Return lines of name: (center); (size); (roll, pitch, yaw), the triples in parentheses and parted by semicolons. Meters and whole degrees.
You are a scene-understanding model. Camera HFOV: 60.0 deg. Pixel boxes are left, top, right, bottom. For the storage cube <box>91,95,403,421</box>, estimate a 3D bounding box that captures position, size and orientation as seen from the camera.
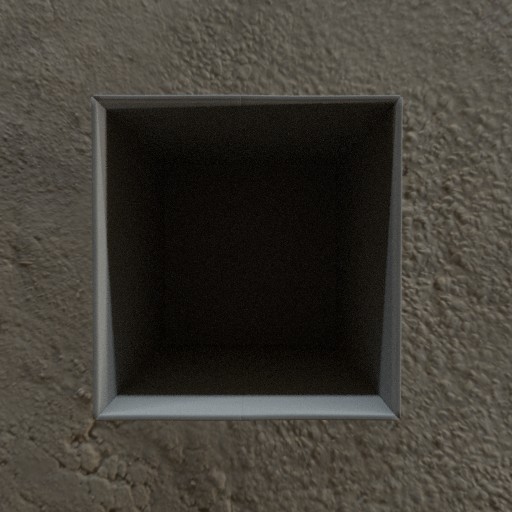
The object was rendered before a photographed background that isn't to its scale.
storage cube: (0.000, 0.000, 0.498); (0.270, 0.280, 0.270); (0, 91, 0)
